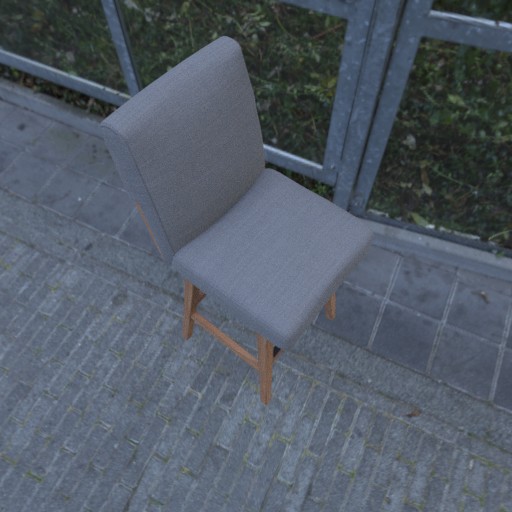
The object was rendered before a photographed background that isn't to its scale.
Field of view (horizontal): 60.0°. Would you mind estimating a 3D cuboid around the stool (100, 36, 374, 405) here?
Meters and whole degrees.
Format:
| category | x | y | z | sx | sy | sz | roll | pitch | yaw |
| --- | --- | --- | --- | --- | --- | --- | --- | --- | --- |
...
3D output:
| category | x | y | z | sx | sy | sz | roll | pitch | yaw |
| --- | --- | --- | --- | --- | --- | --- | --- | --- | --- |
| stool | 0.000 | 0.000 | 1.417 | 0.570 | 1.112 | 0.483 | 35 | 65 | 19 |
